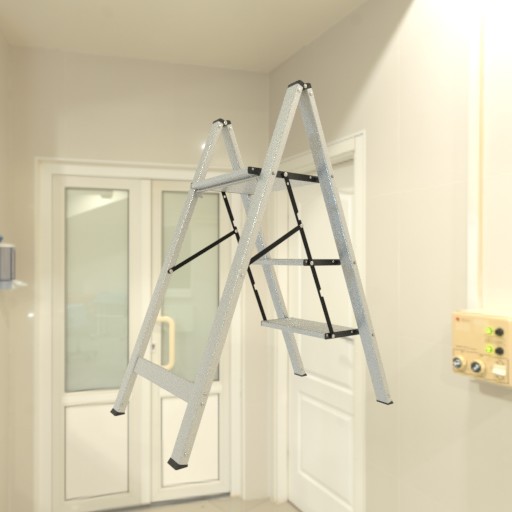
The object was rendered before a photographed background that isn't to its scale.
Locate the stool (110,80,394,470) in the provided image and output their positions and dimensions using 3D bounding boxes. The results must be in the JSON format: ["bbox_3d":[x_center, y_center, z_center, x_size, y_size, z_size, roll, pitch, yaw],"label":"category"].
[{"bbox_3d":[0.000,0.000,1.321,0.730,0.902,0.441,0,0,-36],"label":"stool"}]
